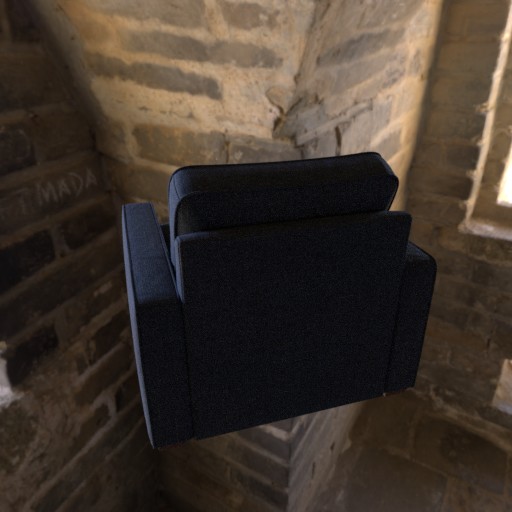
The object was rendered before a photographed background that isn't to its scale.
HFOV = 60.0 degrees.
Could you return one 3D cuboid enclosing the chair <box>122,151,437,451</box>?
[{"bbox_3d":[0.000,0.000,1.779,1.017,0.919,0.940,-8,27,-15],"label":"chair"}]
